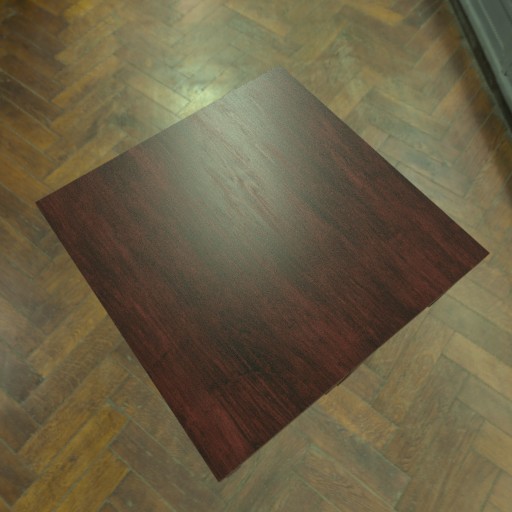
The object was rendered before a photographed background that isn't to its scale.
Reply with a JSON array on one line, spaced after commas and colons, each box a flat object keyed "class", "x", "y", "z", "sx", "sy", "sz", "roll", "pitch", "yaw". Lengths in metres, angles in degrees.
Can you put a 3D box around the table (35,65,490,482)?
[{"class": "table", "x": 0.000, "y": 0.000, "z": 1.342, "sx": 0.865, "sy": 0.356, "sz": 0.865, "roll": -35, "pitch": 69, "yaw": -15}]
